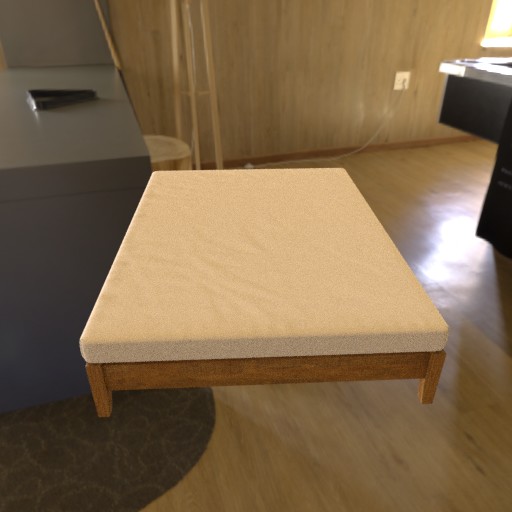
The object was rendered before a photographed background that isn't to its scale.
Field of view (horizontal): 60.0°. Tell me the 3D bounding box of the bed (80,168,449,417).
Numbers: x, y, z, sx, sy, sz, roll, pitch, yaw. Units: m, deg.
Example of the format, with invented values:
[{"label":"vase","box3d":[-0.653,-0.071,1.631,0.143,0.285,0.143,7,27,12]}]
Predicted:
[{"label":"bed","box3d":[0.000,0.000,2.757,1.536,0.431,2.016,-1,31,-2]}]
